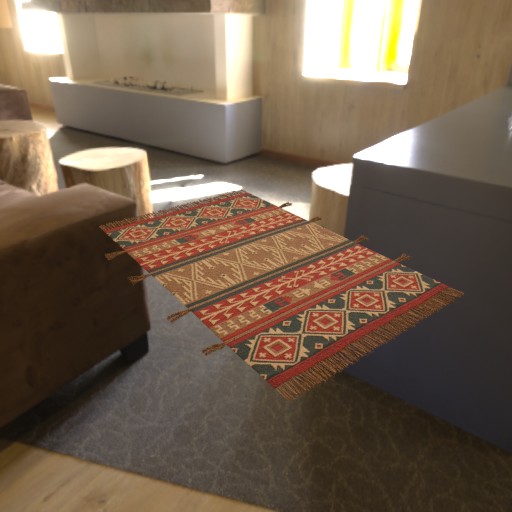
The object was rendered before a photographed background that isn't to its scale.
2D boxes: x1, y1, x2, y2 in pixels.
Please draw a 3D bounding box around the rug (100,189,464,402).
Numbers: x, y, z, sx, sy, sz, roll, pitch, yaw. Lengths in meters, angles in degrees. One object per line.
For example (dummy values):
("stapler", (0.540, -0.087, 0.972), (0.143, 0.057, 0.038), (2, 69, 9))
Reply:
("rug", (0.000, 0.000, 2.705), (1.469, 0.040, 2.025), (-20, 34, -32))
